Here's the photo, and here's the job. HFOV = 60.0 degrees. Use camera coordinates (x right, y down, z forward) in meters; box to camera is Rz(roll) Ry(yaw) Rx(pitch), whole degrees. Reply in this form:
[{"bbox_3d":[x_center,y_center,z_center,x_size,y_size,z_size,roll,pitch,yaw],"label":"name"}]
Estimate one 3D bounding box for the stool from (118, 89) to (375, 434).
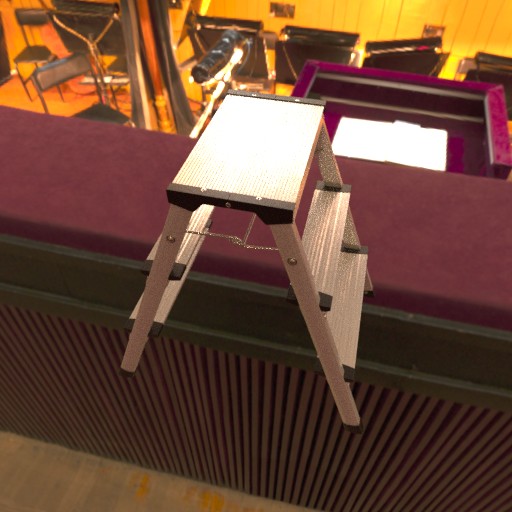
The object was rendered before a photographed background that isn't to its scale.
[{"bbox_3d":[0.000,0.000,1.008,0.622,0.605,0.437,11,48,10],"label":"stool"}]
